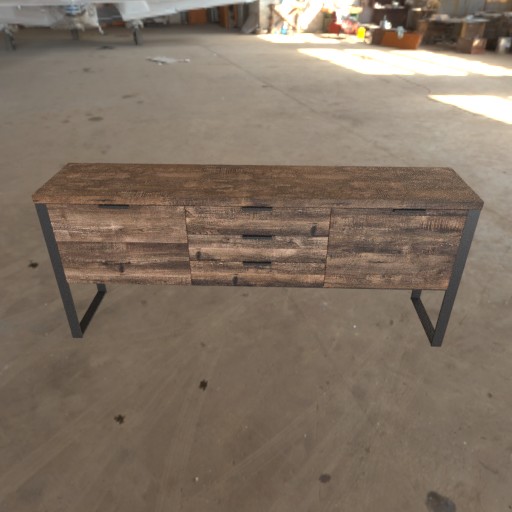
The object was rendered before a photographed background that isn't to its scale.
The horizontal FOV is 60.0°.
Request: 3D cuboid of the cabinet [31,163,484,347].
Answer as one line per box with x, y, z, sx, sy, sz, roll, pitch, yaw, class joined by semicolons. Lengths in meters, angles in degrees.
0.000;0.000;2.116;1.800;0.762;0.395;1;32;2;cabinet
